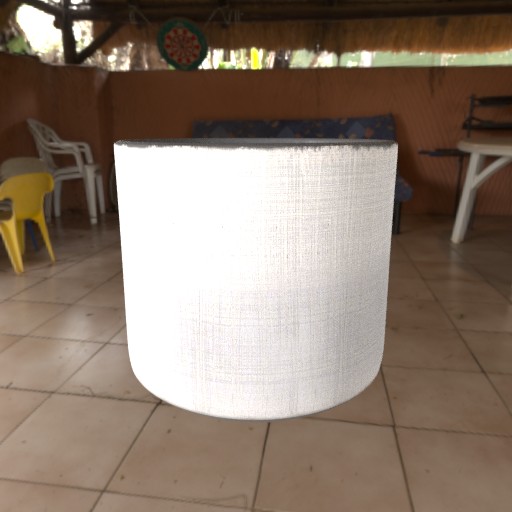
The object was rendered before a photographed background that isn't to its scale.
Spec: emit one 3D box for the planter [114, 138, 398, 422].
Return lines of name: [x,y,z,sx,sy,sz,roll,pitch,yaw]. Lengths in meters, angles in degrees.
planter: [0.000,0.000,0.436,0.254,0.221,0.254,0,16,0]
